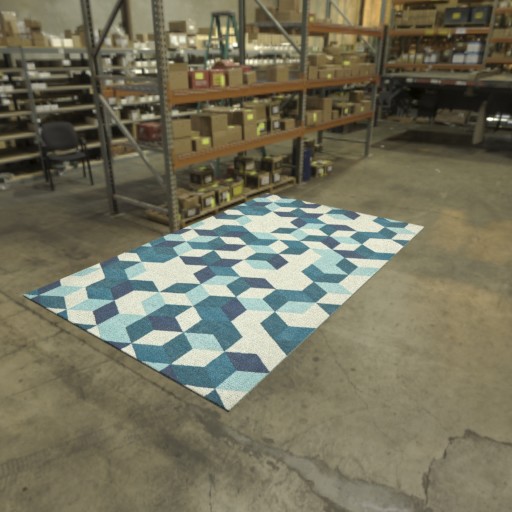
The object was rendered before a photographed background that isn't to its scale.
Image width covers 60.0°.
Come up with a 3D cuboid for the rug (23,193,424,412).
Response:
[{"bbox_3d":[0.000,0.000,3.017,1.518,0.015,2.438,17,30,32],"label":"rug"}]
